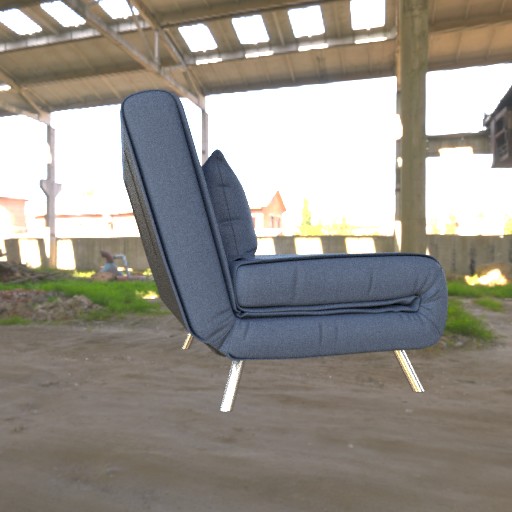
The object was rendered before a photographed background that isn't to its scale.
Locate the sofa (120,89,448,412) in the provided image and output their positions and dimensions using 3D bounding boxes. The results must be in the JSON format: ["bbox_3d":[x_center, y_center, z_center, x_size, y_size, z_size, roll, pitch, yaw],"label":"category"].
[{"bbox_3d":[0.000,0.000,1.709,0.996,0.860,0.999,0,0,-16],"label":"sofa"}]
